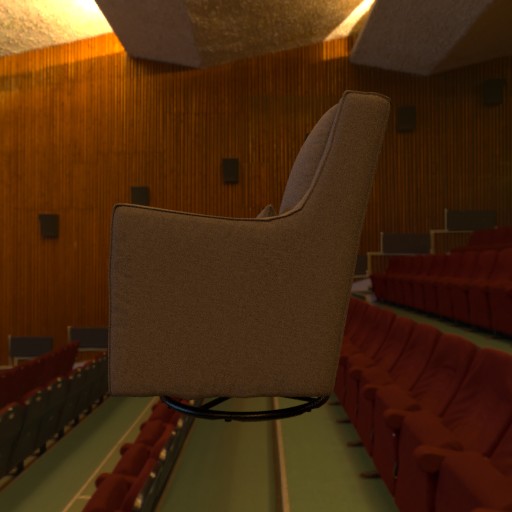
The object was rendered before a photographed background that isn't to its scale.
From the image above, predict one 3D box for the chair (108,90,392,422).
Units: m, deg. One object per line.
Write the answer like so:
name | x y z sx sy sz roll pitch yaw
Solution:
chair | 0.000 0.000 1.616 0.879 0.993 0.732 0 0 0
